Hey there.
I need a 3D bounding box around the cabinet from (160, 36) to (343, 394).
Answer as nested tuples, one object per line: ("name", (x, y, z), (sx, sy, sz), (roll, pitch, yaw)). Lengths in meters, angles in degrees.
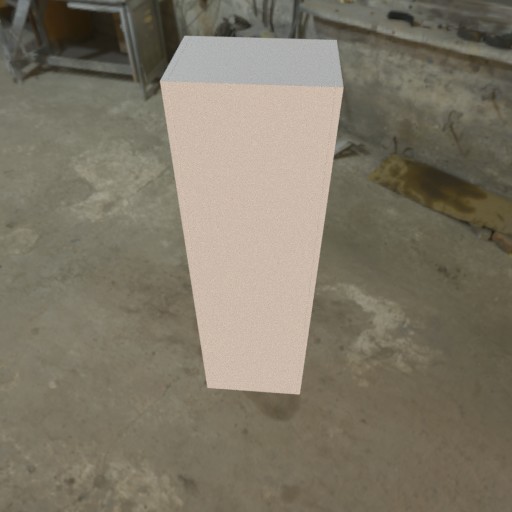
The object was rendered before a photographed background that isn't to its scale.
("cabinet", (0.000, 0.000, 1.544), (0.400, 1.350, 0.300), (3, 45, 3))
